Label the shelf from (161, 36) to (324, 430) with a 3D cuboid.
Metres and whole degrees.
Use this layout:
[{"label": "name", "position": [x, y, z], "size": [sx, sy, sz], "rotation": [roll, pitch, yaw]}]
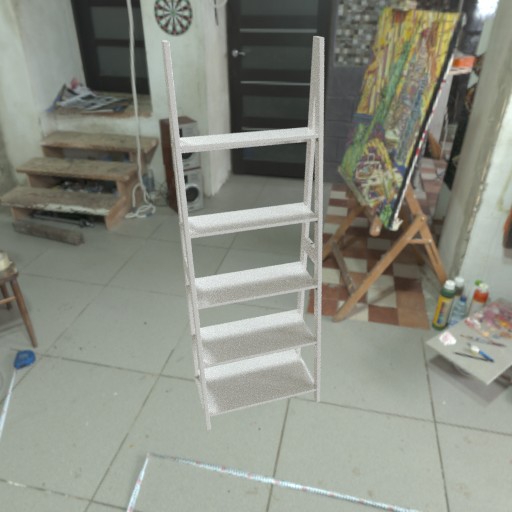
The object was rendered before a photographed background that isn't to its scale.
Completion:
[{"label": "shelf", "position": [0.000, 0.000, 2.041], "size": [0.636, 1.779, 0.341], "rotation": [-9, 32, -15]}]
